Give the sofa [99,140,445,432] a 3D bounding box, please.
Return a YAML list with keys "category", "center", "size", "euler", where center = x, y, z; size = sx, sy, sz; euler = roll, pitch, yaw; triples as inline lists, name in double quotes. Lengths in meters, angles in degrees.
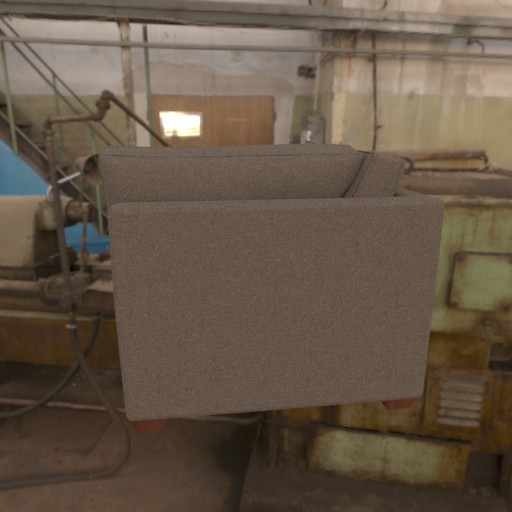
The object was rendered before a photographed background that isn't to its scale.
- category: "sofa"
  center: [0.000, 0.000, 2.004]
  size: [1.146, 1.002, 1.084]
  euler: [-2, 16, -8]
